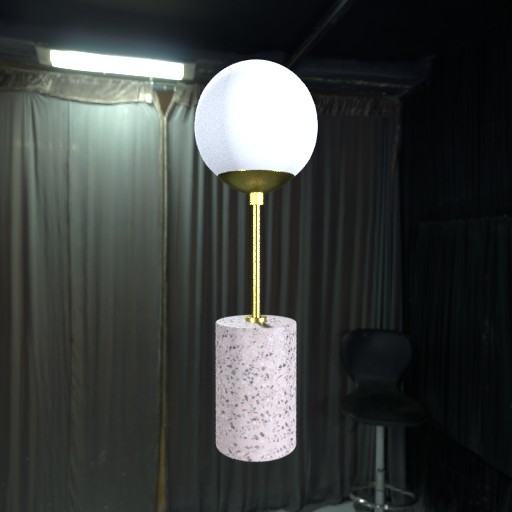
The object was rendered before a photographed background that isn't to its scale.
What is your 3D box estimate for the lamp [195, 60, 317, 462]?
[{"bbox_3d":[0.000,0.000,0.562,0.153,0.480,0.153,0,1,0],"label":"lamp"}]
